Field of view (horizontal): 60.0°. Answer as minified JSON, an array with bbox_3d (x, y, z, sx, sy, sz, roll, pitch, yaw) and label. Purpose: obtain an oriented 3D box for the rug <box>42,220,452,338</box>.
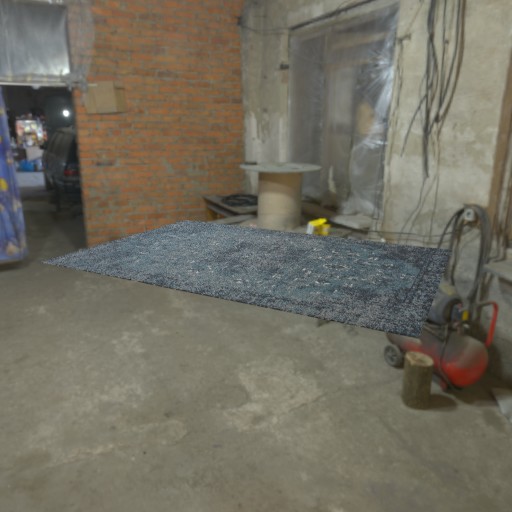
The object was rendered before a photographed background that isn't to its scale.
[{"bbox_3d":[0.000,0.000,2.358,1.828,0.005,1.219,8,18,27],"label":"rug"}]
